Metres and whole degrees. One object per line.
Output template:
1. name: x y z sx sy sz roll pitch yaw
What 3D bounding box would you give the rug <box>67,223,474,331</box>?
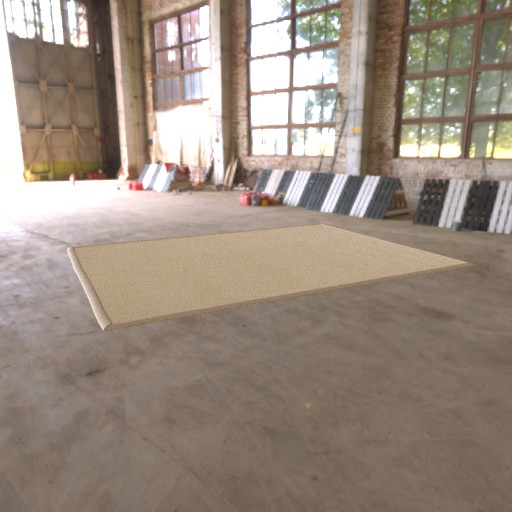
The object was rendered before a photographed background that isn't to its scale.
1. rug: 0.000 0.000 2.762 2.081 0.020 1.525 -7 16 -26
